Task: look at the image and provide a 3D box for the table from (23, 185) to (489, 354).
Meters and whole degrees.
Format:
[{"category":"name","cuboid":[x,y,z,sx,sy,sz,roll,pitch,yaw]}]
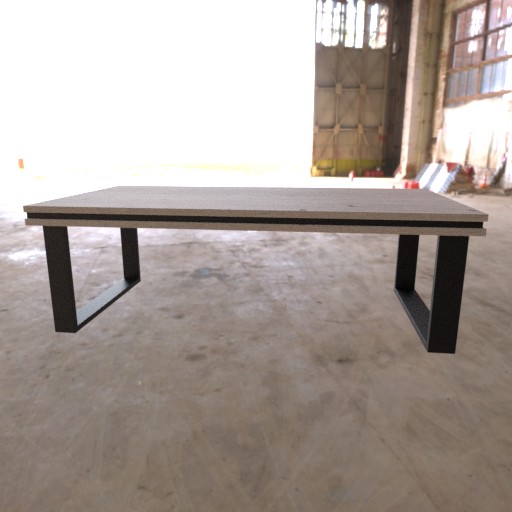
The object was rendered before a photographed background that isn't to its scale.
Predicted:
[{"category":"table","cuboid":[0.000,0.000,1.666,1.350,0.450,0.700,2,14,7]}]
